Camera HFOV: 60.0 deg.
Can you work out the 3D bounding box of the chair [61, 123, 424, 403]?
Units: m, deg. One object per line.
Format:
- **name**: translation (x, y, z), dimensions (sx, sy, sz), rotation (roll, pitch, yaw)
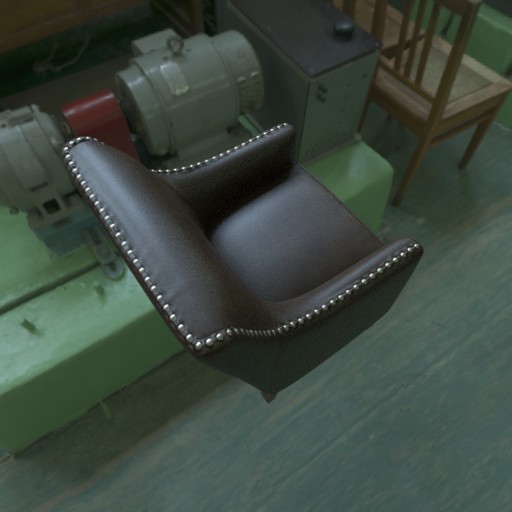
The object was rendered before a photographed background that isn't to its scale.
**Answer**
- **chair**: translation (0.000, 0.000, 1.317), dimensions (0.704, 0.813, 0.639), rotation (-31, 63, -18)
